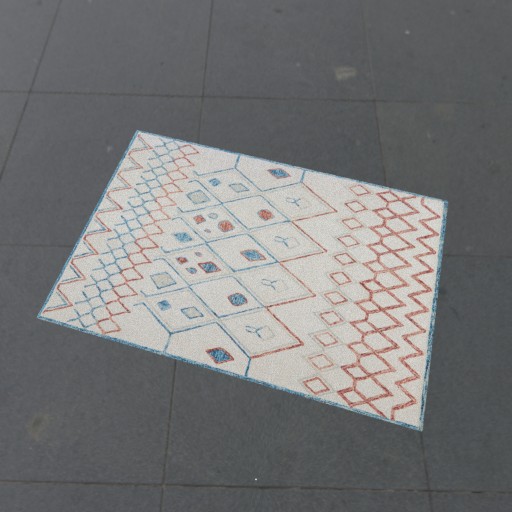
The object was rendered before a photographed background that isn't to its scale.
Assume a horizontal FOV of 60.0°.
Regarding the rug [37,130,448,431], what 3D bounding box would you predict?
[{"bbox_3d":[0.000,0.000,2.268,1.829,0.016,1.219,14,64,7],"label":"rug"}]
